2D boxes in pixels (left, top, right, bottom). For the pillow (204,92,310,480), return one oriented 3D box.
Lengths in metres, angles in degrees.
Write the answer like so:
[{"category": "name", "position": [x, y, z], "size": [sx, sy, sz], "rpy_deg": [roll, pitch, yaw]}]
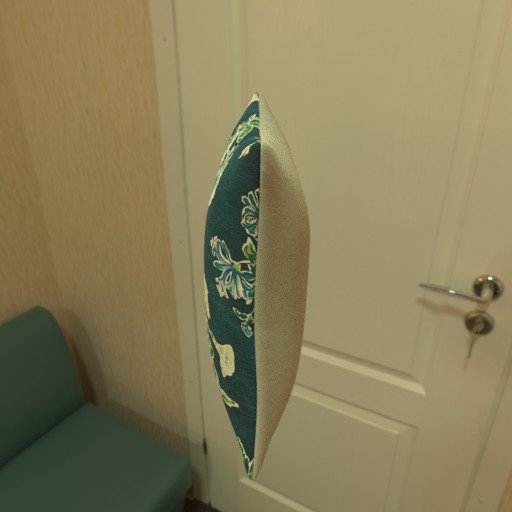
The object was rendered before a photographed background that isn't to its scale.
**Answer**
[{"category": "pillow", "position": [0.000, 0.000, 0.796], "size": [0.166, 0.508, 0.525], "rpy_deg": [0, 26, 0]}]
